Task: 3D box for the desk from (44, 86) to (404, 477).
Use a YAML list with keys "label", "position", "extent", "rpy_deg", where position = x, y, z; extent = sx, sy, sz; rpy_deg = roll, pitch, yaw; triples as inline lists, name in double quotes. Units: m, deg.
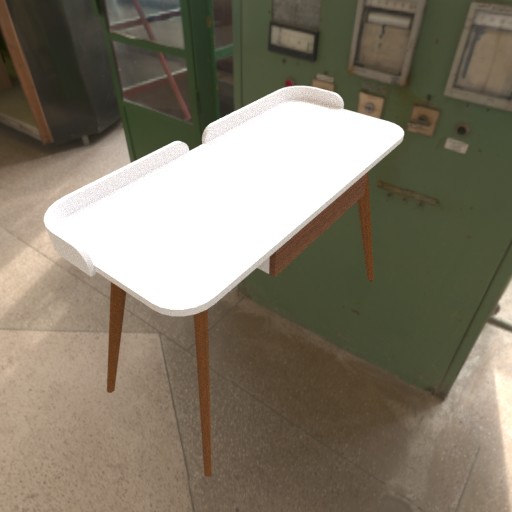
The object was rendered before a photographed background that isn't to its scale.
- label: "desk"
  position: [0.000, 0.000, 1.616]
  extent: [0.534, 0.807, 1.206]
  rpy_deg: [27, 47, 28]
